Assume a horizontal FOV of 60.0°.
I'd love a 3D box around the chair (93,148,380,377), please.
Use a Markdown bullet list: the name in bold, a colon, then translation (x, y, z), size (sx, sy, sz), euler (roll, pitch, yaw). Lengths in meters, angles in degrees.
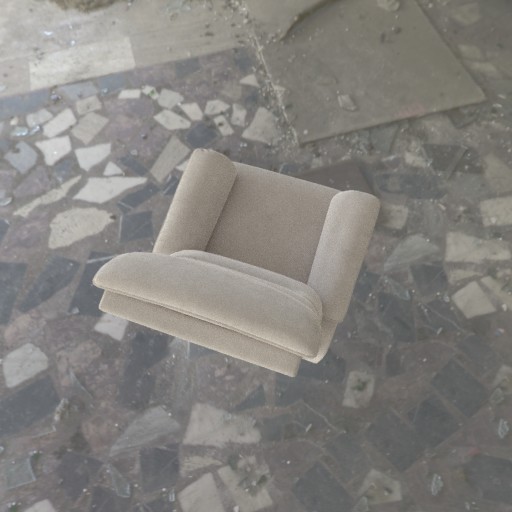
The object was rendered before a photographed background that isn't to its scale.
- **chair**: translation (0.000, 0.000, 1.757), size (0.820, 1.039, 1.001), euler (17, 64, 9)
